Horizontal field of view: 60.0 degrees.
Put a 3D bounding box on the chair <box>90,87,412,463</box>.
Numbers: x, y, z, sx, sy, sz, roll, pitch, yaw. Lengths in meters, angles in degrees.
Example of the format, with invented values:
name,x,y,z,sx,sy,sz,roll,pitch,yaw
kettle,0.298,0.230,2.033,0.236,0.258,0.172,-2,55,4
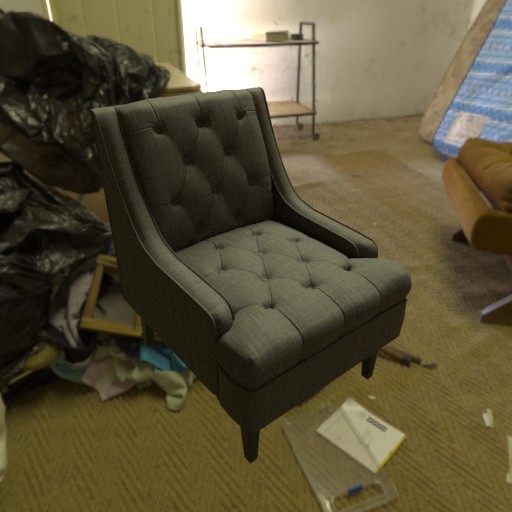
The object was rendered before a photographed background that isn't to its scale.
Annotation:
name,x,y,z,sx,sy,sz,roll,pitch,yaw
chair,0.000,0.000,1.410,0.655,0.891,0.771,-22,36,-33
